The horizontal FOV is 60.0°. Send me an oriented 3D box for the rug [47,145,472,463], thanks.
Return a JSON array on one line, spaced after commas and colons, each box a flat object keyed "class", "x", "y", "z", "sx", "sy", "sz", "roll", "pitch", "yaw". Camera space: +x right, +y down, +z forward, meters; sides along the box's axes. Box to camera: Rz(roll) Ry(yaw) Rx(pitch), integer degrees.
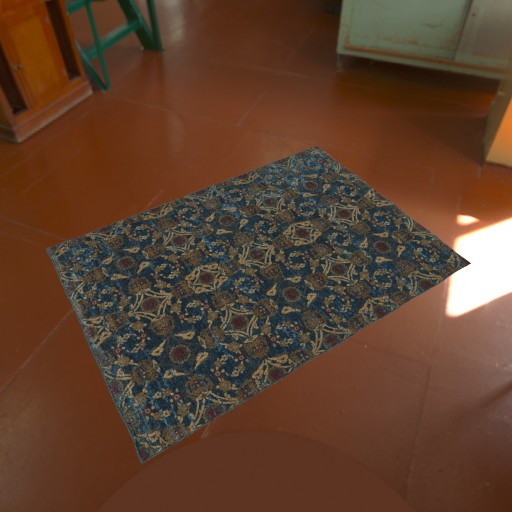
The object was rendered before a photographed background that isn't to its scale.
[{"class": "rug", "x": 0.000, "y": 0.000, "z": 4.195, "sx": 3.291, "sy": 0.013, "sz": 2.337, "roll": -25, "pitch": 52, "yaw": -22}]
